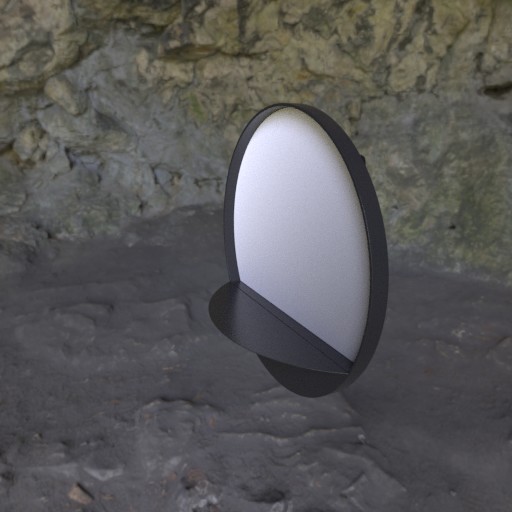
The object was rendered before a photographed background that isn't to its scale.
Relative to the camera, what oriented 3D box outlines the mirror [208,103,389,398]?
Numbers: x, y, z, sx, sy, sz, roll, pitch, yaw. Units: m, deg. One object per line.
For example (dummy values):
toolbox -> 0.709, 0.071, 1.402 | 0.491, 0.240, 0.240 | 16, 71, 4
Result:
mirror -> 0.000, 0.000, 0.697 | 0.133, 0.457, 0.457 | -8, 18, -25
